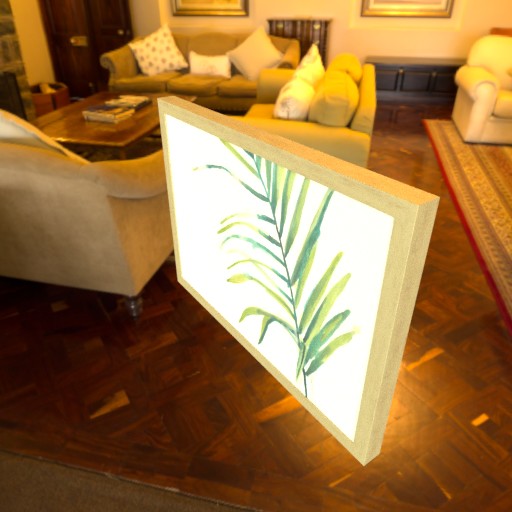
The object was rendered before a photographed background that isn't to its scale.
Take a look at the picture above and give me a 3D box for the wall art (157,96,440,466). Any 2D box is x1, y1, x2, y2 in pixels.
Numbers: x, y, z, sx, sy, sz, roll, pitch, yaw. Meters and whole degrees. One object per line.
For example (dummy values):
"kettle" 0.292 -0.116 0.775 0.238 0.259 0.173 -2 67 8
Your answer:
"wall art" 0.000 0.000 0.681 0.032 0.380 0.532 -21 37 -30
